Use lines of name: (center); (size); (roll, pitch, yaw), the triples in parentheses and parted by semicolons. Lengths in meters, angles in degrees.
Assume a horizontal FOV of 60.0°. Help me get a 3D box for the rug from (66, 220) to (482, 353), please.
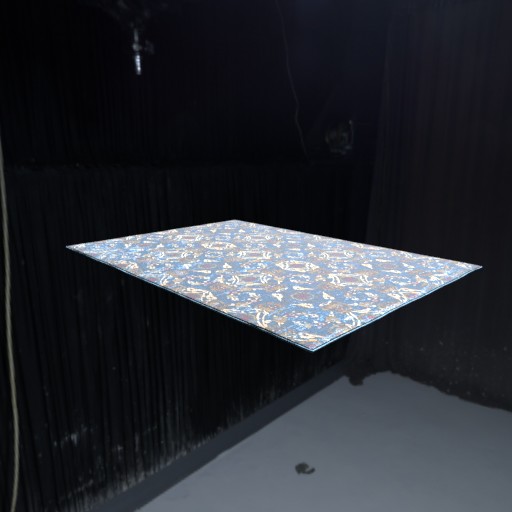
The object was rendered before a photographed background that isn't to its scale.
rug: (0.000, 0.000, 2.846); (1.567, 0.014, 2.207); (-13, 20, -42)
